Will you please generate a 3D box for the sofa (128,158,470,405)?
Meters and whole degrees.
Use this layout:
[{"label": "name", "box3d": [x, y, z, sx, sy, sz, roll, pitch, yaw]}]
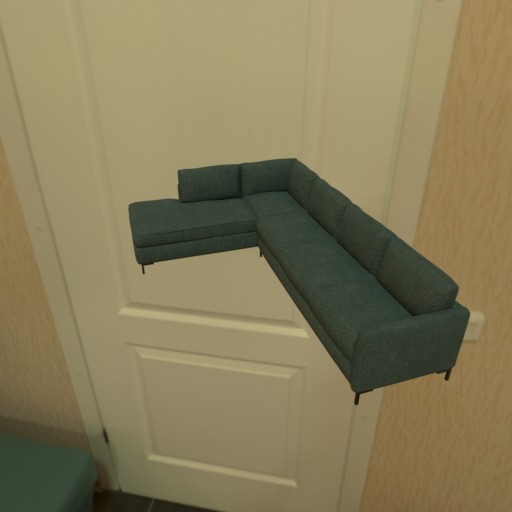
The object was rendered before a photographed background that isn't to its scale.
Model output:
[{"label": "sofa", "box3d": [0.000, 0.000, 3.882, 2.007, 0.815, 2.949, -9, 32, -15]}]
